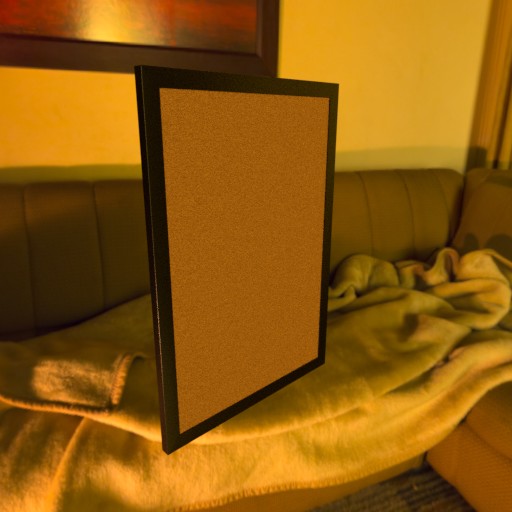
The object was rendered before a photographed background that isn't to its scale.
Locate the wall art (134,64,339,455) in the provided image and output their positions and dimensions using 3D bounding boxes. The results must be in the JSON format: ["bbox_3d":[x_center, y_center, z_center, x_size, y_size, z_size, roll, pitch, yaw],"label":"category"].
[{"bbox_3d":[0.000,0.000,0.572,0.304,0.432,0.013,-16,23,-42],"label":"wall art"}]
